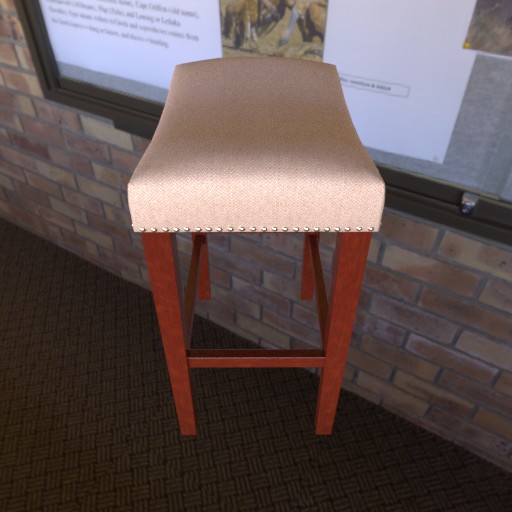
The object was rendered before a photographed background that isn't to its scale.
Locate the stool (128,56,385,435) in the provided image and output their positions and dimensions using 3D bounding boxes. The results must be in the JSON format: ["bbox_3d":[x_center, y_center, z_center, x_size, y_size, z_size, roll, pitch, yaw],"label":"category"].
[{"bbox_3d":[0.000,0.000,1.016,0.372,0.742,0.504,0,41,0],"label":"stool"}]
